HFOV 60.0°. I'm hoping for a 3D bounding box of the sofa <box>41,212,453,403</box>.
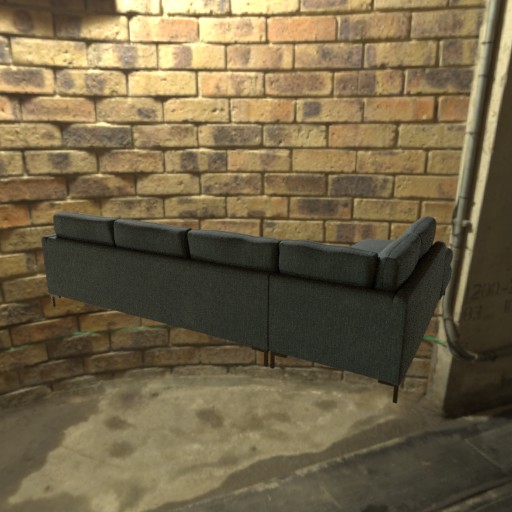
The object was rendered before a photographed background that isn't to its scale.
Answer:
[{"bbox_3d":[0.000,0.000,3.804,2.949,0.815,2.007,9,18,28],"label":"sofa"}]
